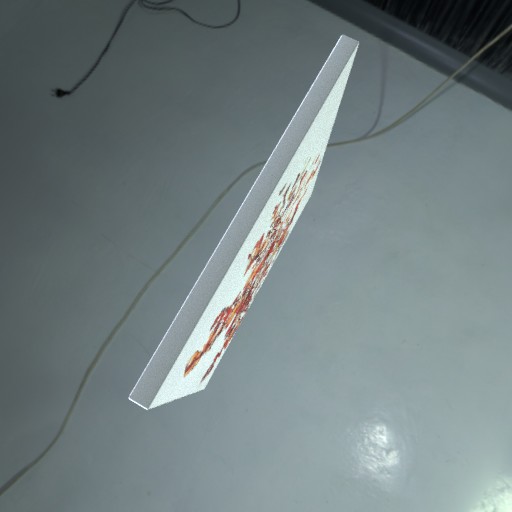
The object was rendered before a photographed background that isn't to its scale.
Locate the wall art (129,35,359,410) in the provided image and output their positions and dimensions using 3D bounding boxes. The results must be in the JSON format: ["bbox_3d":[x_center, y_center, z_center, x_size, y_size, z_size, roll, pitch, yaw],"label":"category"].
[{"bbox_3d":[0.000,0.000,1.504,0.049,1.009,1.009,28,77,7],"label":"wall art"}]
